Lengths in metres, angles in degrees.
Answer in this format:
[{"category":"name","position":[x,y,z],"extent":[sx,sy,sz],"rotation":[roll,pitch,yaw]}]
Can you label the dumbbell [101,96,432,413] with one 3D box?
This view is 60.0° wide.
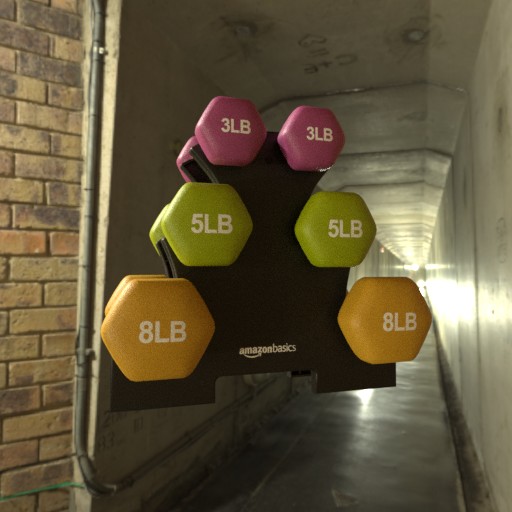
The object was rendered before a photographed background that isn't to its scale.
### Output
[{"category":"dumbbell","position":[0.000,0.000,0.459],"extent":[0.300,0.271,0.190],"rotation":[0,-1,-17]}]
